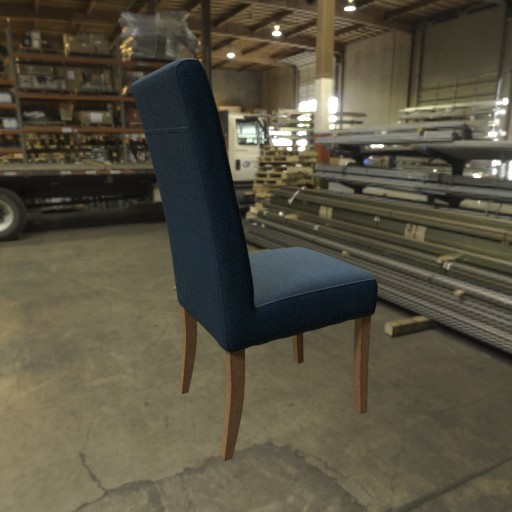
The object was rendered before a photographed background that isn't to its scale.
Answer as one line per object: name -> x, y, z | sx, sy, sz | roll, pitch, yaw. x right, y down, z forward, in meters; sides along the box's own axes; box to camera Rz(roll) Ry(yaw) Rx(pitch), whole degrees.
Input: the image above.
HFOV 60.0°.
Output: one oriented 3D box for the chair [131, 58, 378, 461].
chair -> 0.000, 0.000, 1.362 | 0.610, 1.029, 0.450 | -7, 16, -26
